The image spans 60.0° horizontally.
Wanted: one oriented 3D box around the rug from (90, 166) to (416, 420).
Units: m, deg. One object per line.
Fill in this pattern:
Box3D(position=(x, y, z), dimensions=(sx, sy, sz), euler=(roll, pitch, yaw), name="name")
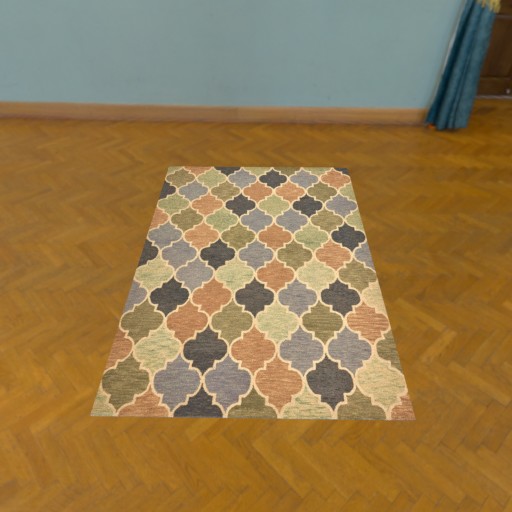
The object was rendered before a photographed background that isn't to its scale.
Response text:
Box3D(position=(0.000, 0.000, 2.341), dimensions=(1.216, 0.006, 1.828), euler=(1, 41, 1), name="rug")
